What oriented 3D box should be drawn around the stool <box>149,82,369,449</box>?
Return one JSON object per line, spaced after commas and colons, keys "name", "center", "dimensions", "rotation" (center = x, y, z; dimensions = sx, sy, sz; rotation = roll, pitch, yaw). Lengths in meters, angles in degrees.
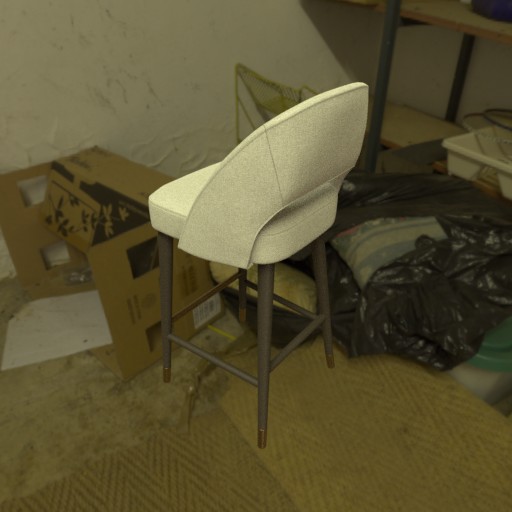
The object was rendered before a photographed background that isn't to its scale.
{"name": "stool", "center": [0.000, 0.000, 1.346], "dimensions": [0.509, 1.037, 0.494], "rotation": [22, 38, 32]}
